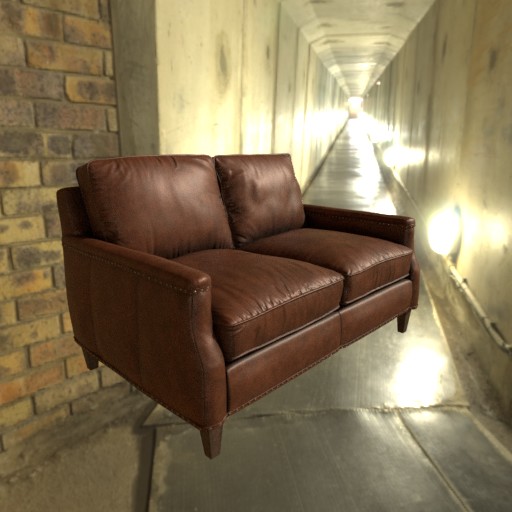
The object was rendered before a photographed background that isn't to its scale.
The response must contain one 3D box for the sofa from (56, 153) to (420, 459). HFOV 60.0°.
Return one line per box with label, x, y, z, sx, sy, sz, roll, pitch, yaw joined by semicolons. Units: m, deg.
sofa;0.000;0.000;2.249;1.083;1.003;1.628;14;20;42
